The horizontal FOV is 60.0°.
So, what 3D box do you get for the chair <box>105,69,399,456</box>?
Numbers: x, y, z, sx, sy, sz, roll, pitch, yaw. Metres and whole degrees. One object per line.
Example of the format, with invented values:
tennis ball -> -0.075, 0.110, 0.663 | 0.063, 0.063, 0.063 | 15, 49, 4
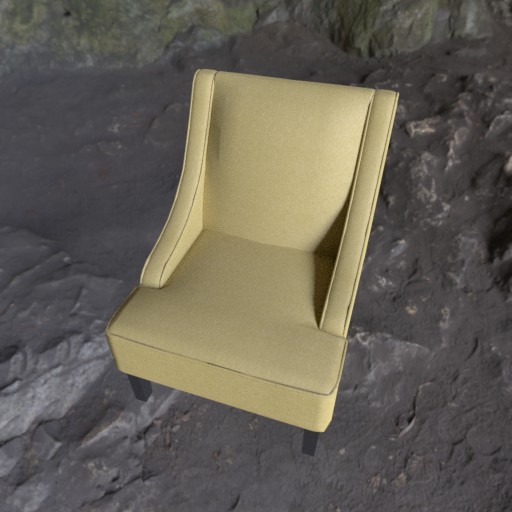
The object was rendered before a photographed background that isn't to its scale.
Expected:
chair -> 0.000, 0.000, 1.457 | 0.696, 0.896, 0.814 | 12, 42, 14
